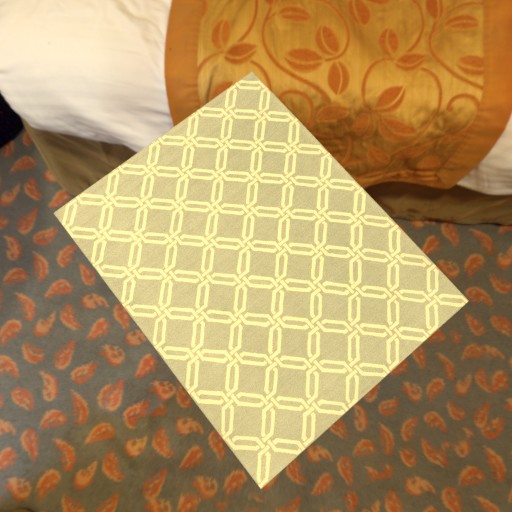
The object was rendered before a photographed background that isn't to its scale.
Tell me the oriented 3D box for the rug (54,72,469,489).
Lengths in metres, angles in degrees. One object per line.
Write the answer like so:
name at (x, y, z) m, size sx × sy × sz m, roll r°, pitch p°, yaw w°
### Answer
rug at (0.000, 0.000, 3.846) m, size 2.288 × 0.018 × 2.895 m, roll -39°, pitch 79°, yaw -9°
